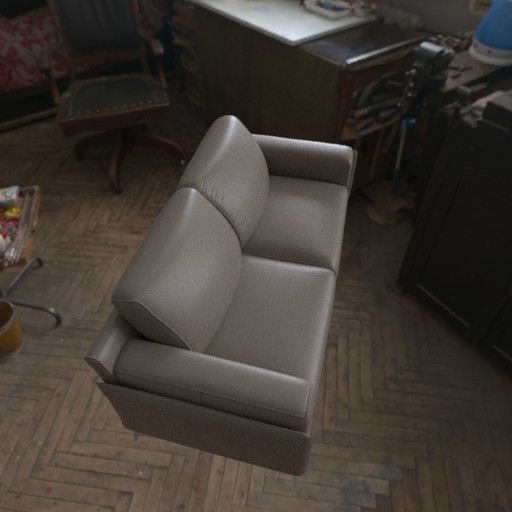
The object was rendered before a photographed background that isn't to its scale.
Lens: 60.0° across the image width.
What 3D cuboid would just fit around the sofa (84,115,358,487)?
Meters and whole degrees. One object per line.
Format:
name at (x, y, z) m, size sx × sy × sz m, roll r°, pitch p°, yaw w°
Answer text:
sofa at (0.000, 0.000, 2.572) m, size 1.049 × 0.930 × 2.101 m, roll 10°, pitch 47°, yaw 9°
